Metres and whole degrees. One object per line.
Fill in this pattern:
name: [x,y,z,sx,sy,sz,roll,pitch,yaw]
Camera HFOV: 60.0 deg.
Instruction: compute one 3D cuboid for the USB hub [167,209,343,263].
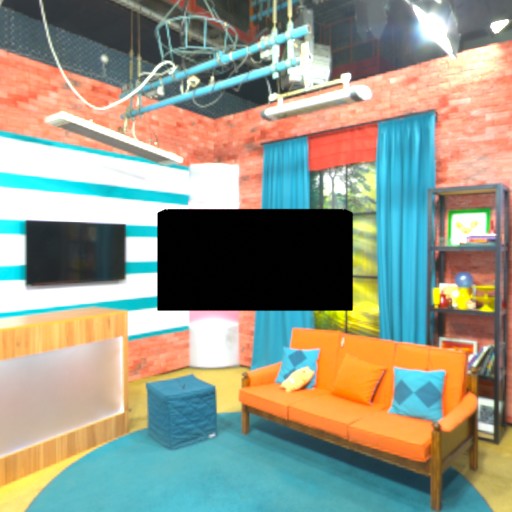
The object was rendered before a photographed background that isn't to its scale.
USB hub: [0.000,0.000,0.158,0.044,0.023,0.145,0,1,0]
